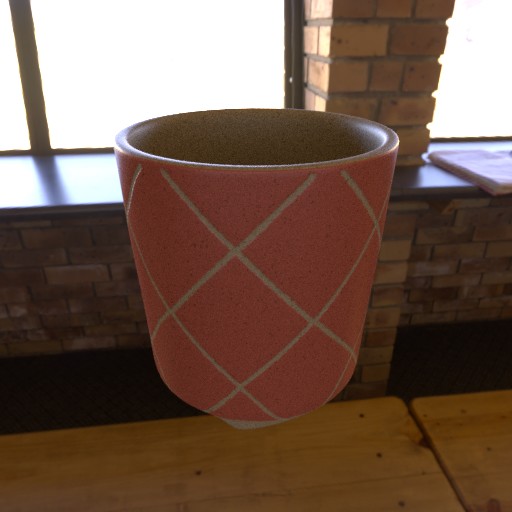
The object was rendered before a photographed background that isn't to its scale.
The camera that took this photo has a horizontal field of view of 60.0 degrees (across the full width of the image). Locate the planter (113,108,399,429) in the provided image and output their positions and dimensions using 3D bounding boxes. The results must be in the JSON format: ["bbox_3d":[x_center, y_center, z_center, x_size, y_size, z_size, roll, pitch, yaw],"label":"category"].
[{"bbox_3d":[0.000,0.000,0.419,0.227,0.235,0.227,0,27,0],"label":"planter"}]
